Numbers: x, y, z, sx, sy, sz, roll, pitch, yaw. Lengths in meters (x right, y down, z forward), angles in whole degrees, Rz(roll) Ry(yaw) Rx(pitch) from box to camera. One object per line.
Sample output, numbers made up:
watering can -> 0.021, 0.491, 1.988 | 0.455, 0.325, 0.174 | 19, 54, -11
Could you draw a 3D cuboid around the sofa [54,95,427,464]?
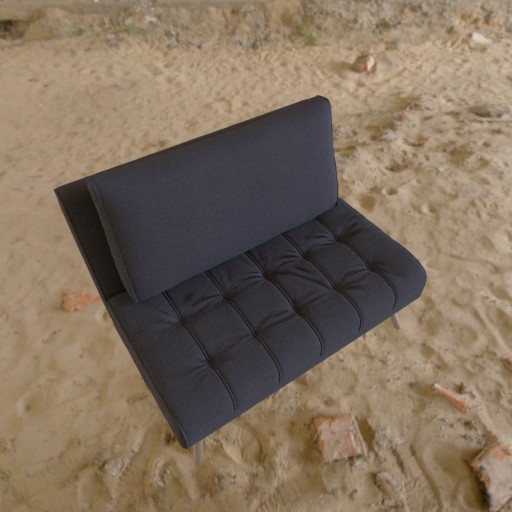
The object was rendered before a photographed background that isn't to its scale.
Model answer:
sofa -> 0.000, 0.000, 1.854 | 1.220, 0.910, 0.910 | -27, 53, -22
